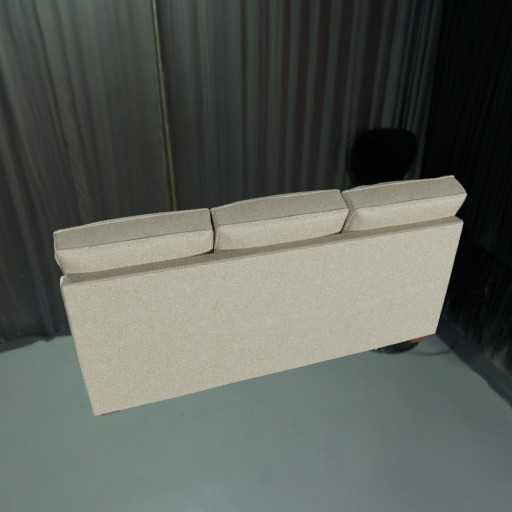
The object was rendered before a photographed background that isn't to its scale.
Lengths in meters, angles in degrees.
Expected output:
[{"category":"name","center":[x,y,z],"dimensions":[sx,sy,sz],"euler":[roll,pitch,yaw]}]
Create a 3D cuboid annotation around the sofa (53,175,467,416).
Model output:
[{"category":"sofa","center":[0.000,0.000,2.536],"dimensions":[1.962,0.973,1.027],"euler":[-9,30,-16]}]
